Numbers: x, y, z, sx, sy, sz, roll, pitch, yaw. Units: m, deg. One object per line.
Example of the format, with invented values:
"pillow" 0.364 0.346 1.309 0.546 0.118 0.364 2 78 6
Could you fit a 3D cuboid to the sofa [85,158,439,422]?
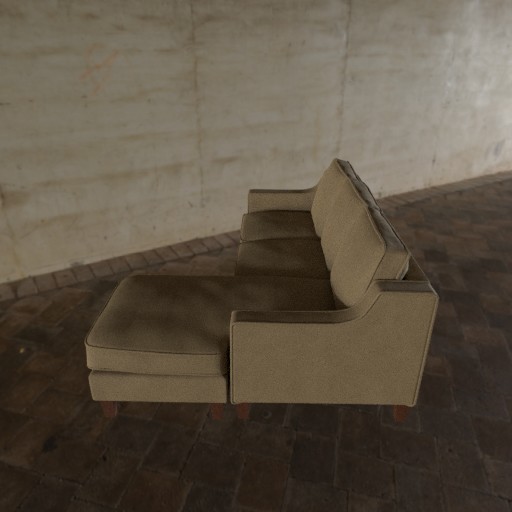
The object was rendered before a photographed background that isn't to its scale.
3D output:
"sofa" 0.000 0.000 3.345 1.858 1.066 2.317 1 26 1
